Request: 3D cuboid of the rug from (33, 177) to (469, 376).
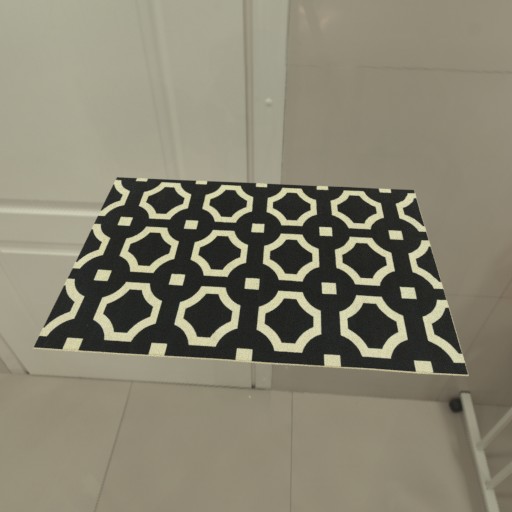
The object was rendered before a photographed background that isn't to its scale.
[{"bbox_3d":[0.000,0.000,2.854,2.286,0.016,1.555,3,46,3],"label":"rug"}]
